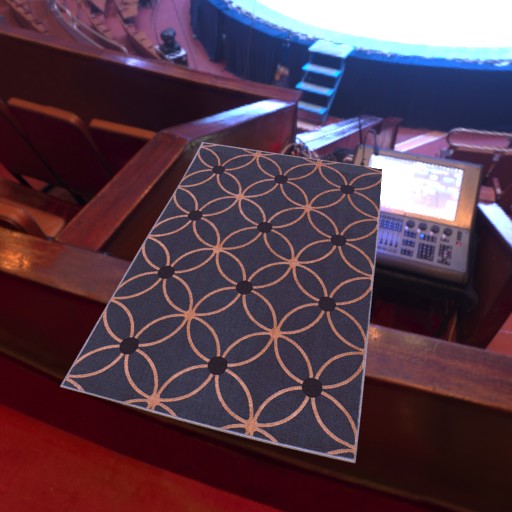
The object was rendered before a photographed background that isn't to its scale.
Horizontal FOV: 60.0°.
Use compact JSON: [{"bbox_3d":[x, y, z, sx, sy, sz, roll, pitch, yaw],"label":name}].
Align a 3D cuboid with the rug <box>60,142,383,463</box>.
[{"bbox_3d":[0.000,0.000,2.894,1.522,0.008,2.284,11,49,9],"label":"rug"}]
